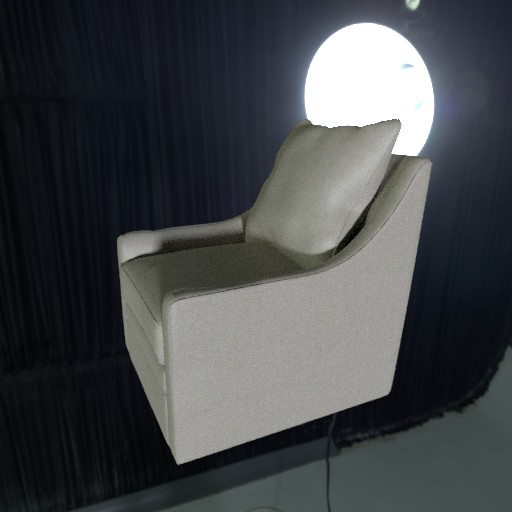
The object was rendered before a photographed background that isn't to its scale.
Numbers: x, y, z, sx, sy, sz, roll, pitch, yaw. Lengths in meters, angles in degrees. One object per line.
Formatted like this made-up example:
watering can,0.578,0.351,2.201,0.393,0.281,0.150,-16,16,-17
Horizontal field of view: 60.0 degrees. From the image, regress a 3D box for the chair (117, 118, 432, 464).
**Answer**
chair,0.000,0.000,1.587,0.876,0.942,0.760,-8,19,-25
